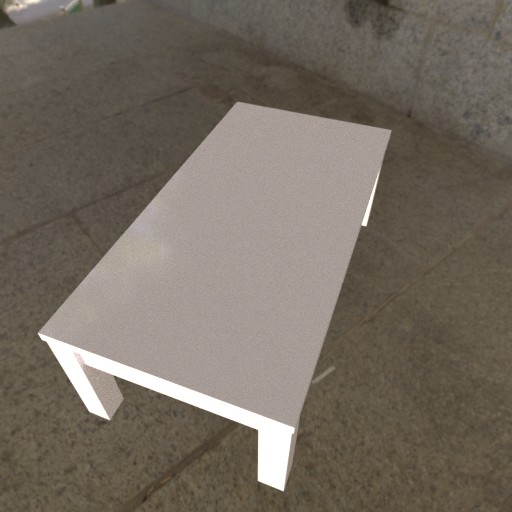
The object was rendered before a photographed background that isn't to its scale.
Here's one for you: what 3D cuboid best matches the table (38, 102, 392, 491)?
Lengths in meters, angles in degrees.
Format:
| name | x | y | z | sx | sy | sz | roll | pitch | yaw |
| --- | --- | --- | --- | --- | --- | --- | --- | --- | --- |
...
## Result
| name | x | y | z | sx | sy | sz | roll | pitch | yaw |
| --- | --- | --- | --- | --- | --- | --- | --- | --- | --- |
| table | 0.000 | 0.000 | 1.673 | 0.700 | 0.470 | 1.350 | 15 | 48 | 14 |
